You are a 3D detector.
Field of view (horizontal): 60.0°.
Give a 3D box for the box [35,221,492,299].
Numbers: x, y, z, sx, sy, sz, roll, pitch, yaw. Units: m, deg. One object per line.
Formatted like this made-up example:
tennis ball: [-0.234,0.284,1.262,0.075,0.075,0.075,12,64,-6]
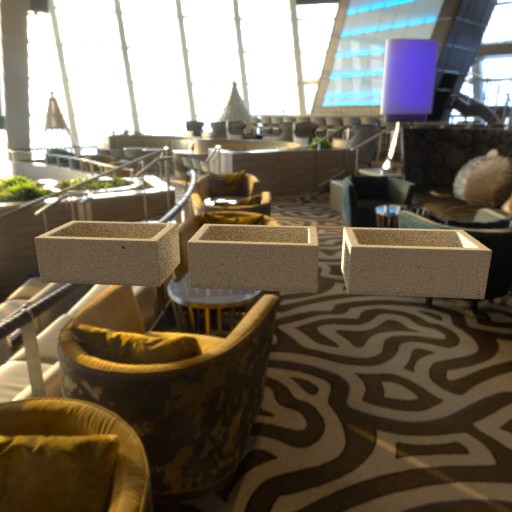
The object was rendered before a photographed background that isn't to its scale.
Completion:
box: [0.000,0.000,0.490,0.461,0.051,0.082,2,18,6]
